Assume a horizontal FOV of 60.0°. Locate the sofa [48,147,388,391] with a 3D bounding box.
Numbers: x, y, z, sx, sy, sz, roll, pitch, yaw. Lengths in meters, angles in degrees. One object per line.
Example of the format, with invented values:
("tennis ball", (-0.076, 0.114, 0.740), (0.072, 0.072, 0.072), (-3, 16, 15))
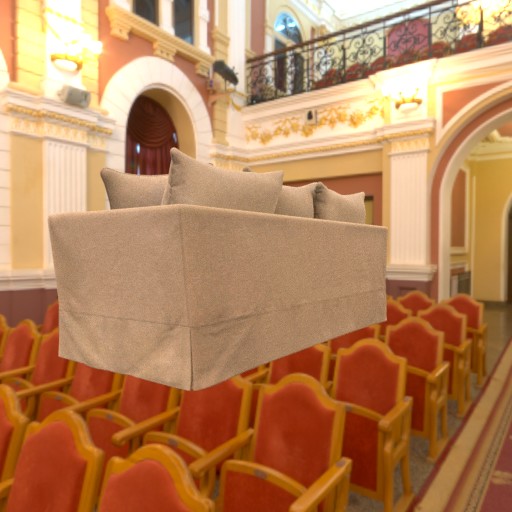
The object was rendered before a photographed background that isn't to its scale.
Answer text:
("sofa", (0.000, 0.000, 2.901), (1.031, 1.034, 2.290), (1, 1, 36))
